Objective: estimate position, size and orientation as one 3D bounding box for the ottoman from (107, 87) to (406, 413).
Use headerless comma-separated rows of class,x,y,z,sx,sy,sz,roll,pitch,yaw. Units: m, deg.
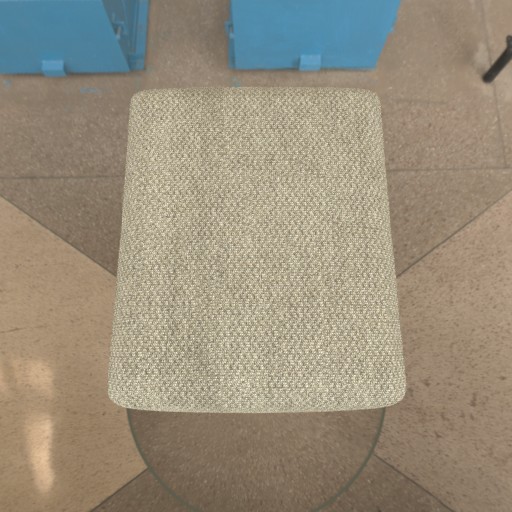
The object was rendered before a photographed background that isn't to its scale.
ottoman,0.000,0.000,1.123,0.603,0.476,0.751,0,74,0
